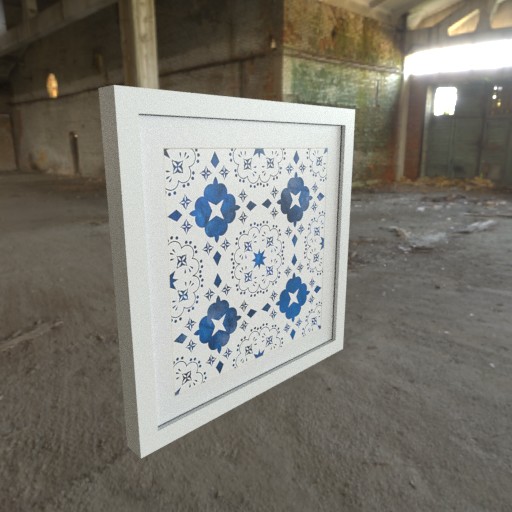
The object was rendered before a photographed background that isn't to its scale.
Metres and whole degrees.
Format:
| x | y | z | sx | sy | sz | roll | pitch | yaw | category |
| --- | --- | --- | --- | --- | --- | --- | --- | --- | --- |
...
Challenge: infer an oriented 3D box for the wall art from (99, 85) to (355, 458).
| x | y | z | sx | sy | sz | roll | pitch | yaw | category |
| --- | --- | --- | --- | --- | --- | --- | --- | --- | --- |
| 0.000 | 0.000 | 0.536 | 0.355 | 0.355 | 0.027 | -13 | 19 | -43 | wall art |
